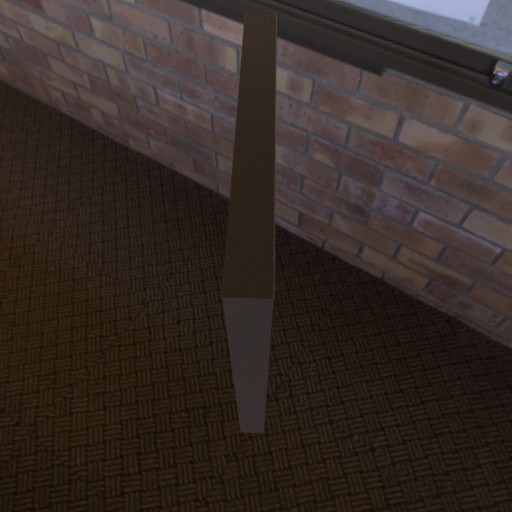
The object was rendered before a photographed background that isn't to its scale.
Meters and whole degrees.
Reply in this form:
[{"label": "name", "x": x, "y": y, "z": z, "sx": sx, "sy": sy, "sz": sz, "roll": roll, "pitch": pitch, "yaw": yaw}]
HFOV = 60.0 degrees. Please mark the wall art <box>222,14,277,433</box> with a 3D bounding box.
[{"label": "wall art", "x": 0.000, "y": 0.000, "z": 0.485, "sx": 0.030, "sy": 0.369, "sz": 0.294, "roll": 1, "pitch": 57, "yaw": 1}]
